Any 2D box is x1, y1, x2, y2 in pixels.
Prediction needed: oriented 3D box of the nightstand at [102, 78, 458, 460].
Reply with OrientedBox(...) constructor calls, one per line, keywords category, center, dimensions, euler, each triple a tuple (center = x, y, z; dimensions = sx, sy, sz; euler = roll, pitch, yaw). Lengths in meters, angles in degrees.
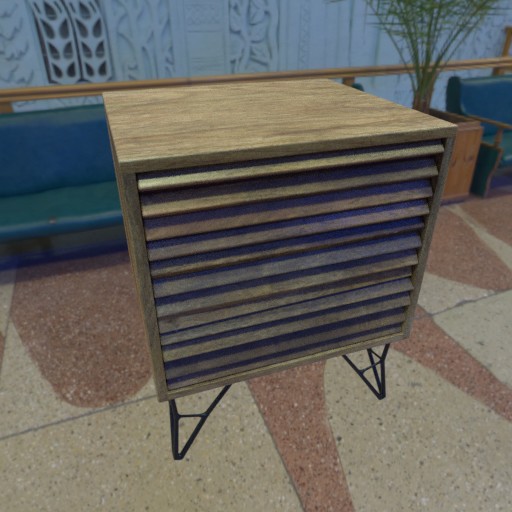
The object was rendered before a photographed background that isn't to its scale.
OrientedBox(category="nightstand", center=(0.000, 0.000, 0.854), dimensions=(0.457, 0.559, 0.406), euler=(-10, 32, -16))
